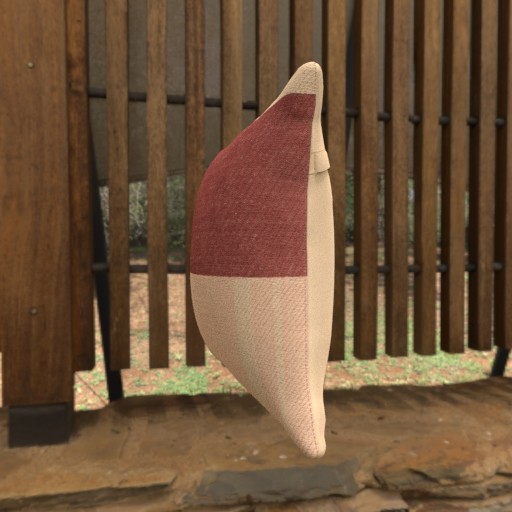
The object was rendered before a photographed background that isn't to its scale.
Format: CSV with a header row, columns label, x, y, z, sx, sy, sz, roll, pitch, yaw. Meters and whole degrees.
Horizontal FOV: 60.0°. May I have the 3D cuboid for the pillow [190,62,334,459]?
label,x,y,z,sx,sy,sz,roll,pitch,yaw
pillow,0.000,0.000,0.803,0.229,0.506,0.536,0,1,-17
